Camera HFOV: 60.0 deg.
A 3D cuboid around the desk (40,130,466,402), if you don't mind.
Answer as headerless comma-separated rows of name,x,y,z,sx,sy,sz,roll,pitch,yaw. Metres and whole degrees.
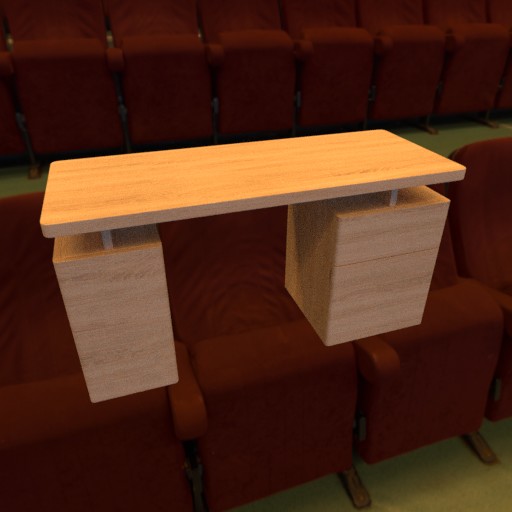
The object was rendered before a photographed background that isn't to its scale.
desk,0.000,0.000,1.785,1.400,0.760,0.550,-10,32,-16
